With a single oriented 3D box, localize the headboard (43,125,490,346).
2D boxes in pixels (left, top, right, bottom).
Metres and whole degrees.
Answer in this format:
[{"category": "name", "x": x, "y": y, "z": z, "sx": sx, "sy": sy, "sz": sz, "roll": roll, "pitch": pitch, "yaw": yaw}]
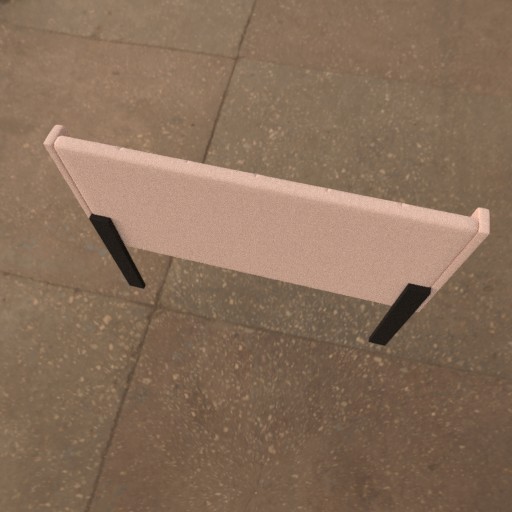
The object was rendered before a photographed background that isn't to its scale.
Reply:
[{"category": "headboard", "x": 0.000, "y": 0.000, "z": 2.671, "sx": 2.051, "sy": 1.524, "sz": 0.184, "roll": 12, "pitch": 63, "yaw": 7}]
